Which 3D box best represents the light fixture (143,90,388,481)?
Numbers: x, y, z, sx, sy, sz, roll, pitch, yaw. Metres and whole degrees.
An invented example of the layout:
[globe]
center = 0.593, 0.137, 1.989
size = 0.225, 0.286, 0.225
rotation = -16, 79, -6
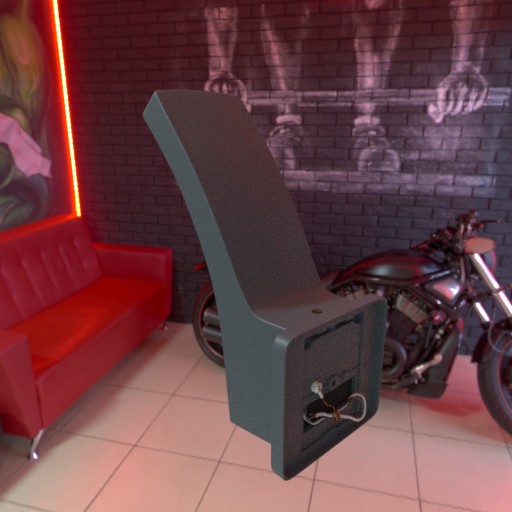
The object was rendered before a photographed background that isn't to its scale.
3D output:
[light fixture]
center = 0.000, 0.000, 0.336
size = 0.108, 0.243, 0.174
rotation = -14, 21, -41
